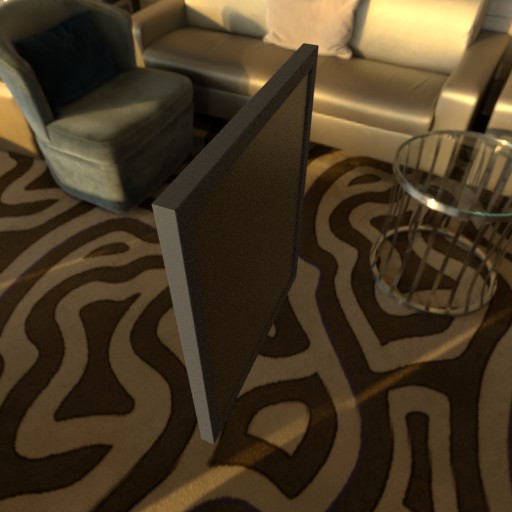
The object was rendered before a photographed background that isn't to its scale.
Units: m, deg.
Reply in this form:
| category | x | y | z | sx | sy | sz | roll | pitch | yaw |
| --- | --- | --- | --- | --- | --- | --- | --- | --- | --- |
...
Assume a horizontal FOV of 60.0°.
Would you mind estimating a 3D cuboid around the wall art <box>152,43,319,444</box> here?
| category | x | y | z | sx | sy | sz | roll | pitch | yaw |
| --- | --- | --- | --- | --- | --- | --- | --- | --- | --- |
| wall art | 0.000 | 0.000 | 0.773 | 0.028 | 0.558 | 0.457 | 17 | 48 | 16 |
